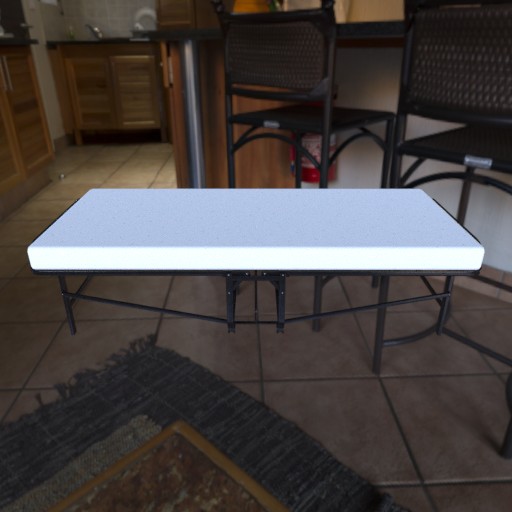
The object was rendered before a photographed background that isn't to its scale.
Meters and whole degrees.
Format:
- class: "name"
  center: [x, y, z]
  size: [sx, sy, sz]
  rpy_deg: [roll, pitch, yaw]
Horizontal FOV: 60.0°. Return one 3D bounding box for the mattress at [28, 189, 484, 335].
- class: "mattress"
  center: [0.000, 0.000, 2.507]
  size: [2.153, 0.519, 0.922]
  rpy_deg: [0, 26, 0]
